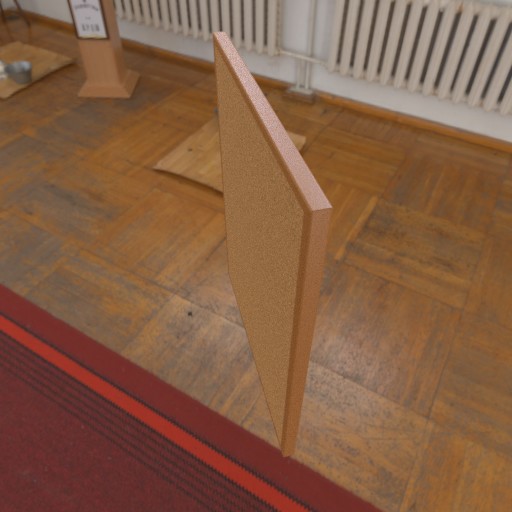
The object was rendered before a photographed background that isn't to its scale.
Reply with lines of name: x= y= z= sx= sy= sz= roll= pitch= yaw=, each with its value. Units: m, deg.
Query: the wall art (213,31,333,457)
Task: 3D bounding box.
wall art: x=0.000 y=0.000 z=0.734 sx=0.022 sy=0.553 sz=0.452 roll=-11 pitch=46 yaw=-10
